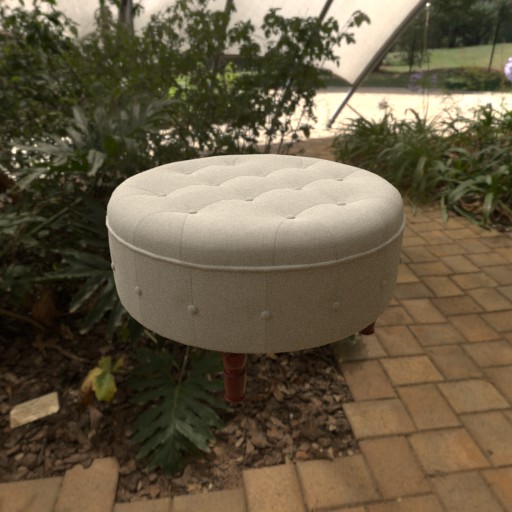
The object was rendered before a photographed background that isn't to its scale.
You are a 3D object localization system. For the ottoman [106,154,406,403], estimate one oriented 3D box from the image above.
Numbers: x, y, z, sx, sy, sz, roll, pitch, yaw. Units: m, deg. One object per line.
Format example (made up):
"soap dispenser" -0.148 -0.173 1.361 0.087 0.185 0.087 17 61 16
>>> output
"ottoman" 0.000 0.000 1.379 0.850 0.483 0.850 0 25 0
